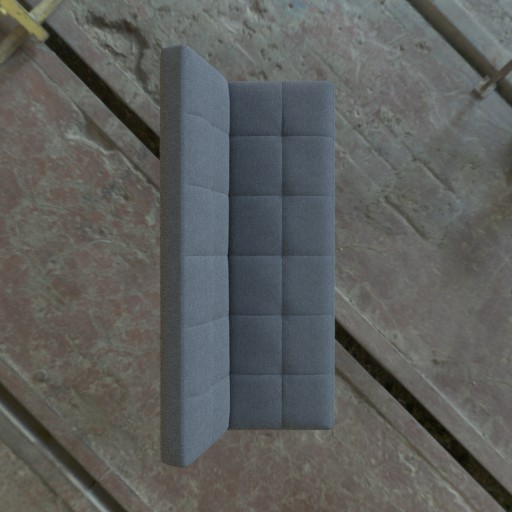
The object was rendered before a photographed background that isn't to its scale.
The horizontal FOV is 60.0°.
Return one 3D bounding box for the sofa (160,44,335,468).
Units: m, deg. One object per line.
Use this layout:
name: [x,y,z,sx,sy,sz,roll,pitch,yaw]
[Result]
sofa: [0.000,0.000,2.233,0.820,0.770,1.820,0,90,0]
